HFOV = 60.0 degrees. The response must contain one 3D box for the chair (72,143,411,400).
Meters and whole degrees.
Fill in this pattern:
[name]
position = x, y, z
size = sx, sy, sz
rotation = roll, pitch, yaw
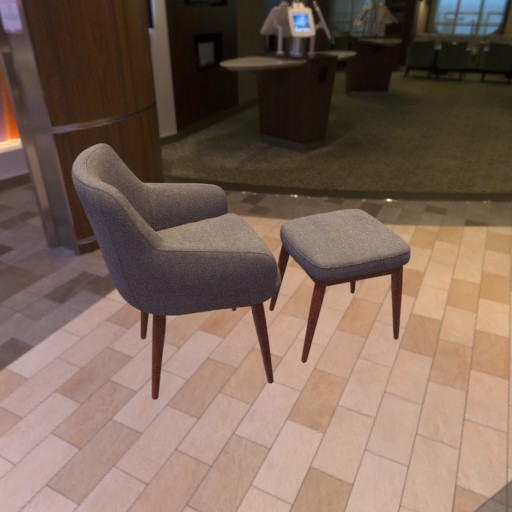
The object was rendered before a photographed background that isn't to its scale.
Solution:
[chair]
position = 0.000, 0.000, 1.600
size = 1.107, 0.799, 0.584
rotation = -10, 31, -17
